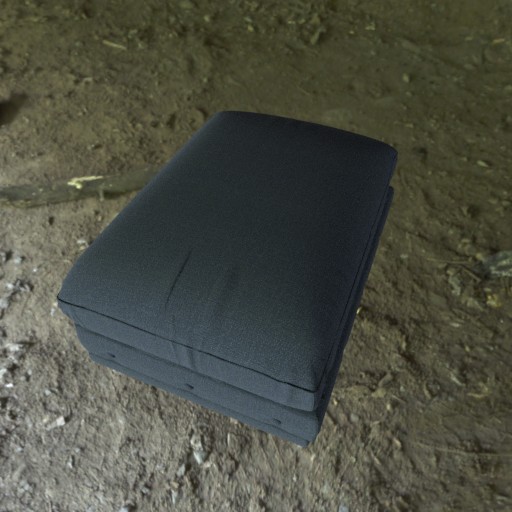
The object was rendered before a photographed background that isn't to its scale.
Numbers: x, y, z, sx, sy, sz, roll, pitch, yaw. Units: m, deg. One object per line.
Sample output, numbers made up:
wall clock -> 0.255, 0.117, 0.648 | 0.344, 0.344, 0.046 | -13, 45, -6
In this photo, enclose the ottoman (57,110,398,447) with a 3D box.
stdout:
ottoman -> 0.000, 0.000, 1.125 | 0.558, 0.486, 0.767 | 17, 48, 15
